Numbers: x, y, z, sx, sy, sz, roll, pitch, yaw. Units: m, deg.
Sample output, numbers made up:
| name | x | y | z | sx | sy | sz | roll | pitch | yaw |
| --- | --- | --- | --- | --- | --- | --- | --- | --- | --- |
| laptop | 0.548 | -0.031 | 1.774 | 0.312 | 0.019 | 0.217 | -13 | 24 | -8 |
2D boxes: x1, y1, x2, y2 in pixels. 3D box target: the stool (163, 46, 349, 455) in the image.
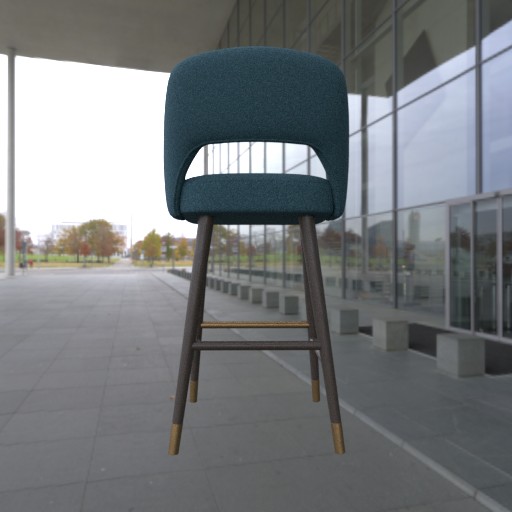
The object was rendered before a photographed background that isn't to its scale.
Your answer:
| name | x | y | z | sx | sy | sz | roll | pitch | yaw |
| --- | --- | --- | --- | --- | --- | --- | --- | --- | --- |
| stool | 0.000 | 0.000 | 1.333 | 0.536 | 1.032 | 0.522 | 0 | 0 | -1 |
